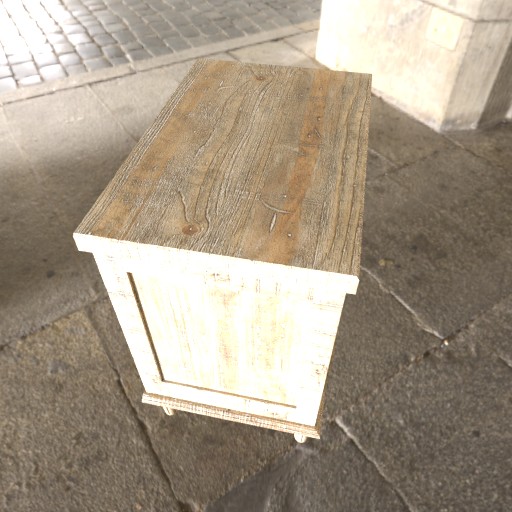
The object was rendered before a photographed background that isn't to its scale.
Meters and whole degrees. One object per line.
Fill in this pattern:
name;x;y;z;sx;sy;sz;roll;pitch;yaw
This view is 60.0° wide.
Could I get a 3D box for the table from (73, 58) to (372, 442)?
table;0.000;0.000;1.154;0.457;0.711;0.686;9;47;8
